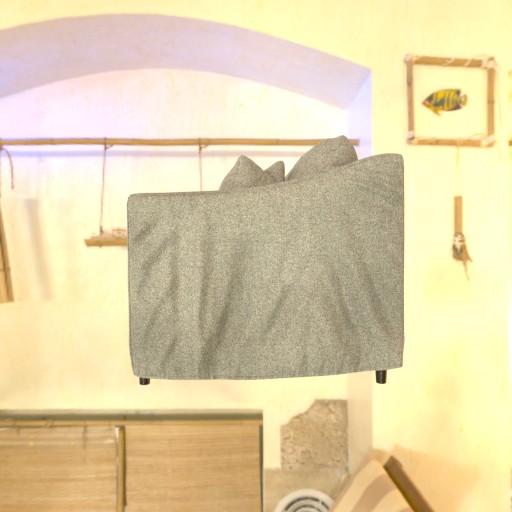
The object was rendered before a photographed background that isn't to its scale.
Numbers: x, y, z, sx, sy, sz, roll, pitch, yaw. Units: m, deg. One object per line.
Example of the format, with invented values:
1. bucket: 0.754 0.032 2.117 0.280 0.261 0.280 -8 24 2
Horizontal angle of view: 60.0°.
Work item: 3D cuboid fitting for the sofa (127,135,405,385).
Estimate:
1. sofa: 0.000 0.000 2.618 1.072 1.018 2.010 0 -1 -2
